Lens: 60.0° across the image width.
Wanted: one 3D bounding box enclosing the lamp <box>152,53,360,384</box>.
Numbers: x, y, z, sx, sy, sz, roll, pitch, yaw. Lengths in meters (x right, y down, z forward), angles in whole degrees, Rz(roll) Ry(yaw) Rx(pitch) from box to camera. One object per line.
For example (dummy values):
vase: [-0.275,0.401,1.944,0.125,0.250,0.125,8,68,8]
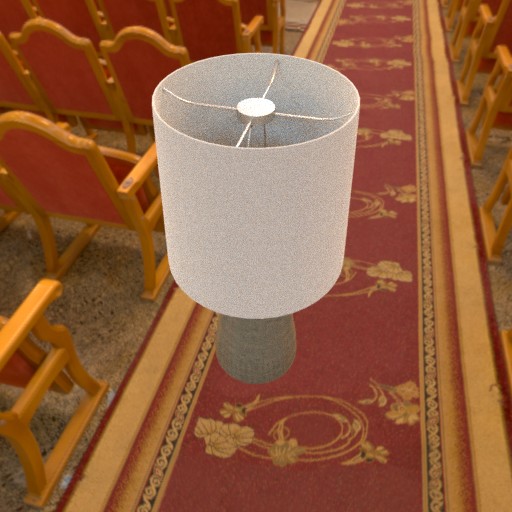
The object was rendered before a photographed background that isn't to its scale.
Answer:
lamp: [0.000,0.000,0.484,0.186,0.369,0.186,0,45,0]
